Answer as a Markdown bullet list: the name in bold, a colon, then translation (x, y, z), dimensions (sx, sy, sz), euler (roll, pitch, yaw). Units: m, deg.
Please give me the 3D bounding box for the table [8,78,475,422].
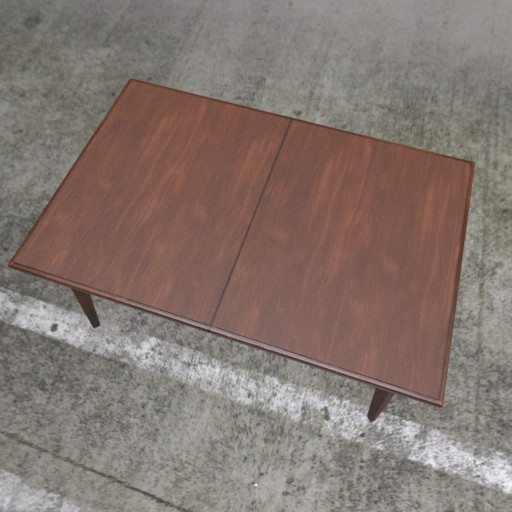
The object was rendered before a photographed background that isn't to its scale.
- **table**: translation (0.000, 0.000, 2.003), dimensions (1.524, 0.761, 0.990), euler (16, 64, 8)
